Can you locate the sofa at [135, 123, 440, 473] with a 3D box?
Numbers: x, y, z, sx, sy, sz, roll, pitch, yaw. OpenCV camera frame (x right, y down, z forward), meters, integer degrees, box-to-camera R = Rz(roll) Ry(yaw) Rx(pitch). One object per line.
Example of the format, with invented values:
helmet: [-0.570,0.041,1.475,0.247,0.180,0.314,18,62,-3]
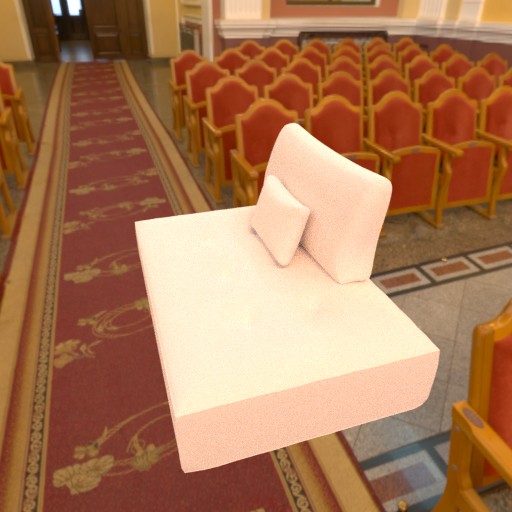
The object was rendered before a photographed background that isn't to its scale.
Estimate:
sofa: [0.000,0.000,2.042,1.000,0.820,1.450,-9,32,-16]
